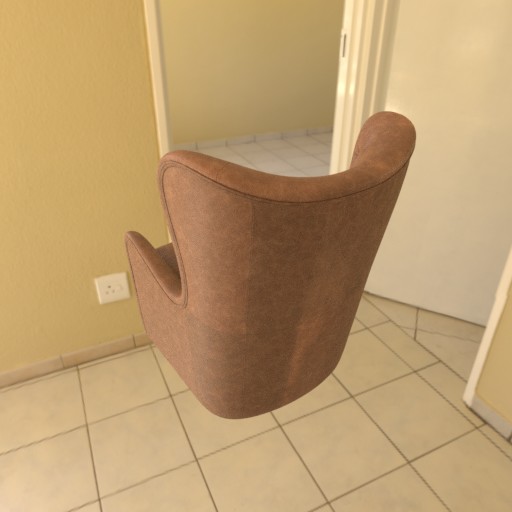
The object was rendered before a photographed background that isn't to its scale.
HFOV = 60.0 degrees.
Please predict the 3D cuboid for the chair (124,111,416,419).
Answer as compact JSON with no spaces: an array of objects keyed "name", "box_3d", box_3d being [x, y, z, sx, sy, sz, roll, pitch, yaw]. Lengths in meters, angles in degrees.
[{"name":"chair","box_3d":[0.000,0.000,1.720,0.831,1.079,0.930,-19,35,-30]}]
